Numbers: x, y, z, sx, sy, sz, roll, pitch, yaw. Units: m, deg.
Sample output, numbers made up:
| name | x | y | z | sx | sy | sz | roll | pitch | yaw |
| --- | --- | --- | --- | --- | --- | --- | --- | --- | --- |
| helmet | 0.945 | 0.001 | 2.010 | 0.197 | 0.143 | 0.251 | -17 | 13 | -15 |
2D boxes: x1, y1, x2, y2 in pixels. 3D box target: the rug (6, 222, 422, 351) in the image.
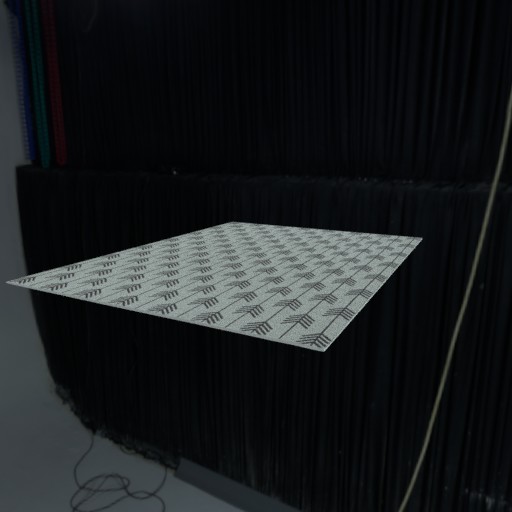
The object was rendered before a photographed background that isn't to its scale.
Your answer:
| name | x | y | z | sx | sy | sz | roll | pitch | yaw |
| --- | --- | --- | --- | --- | --- | --- | --- | --- | --- |
| rug | 0.000 | 0.000 | 3.865 | 2.330 | 0.010 | 3.061 | 7 | 15 | 27 |
